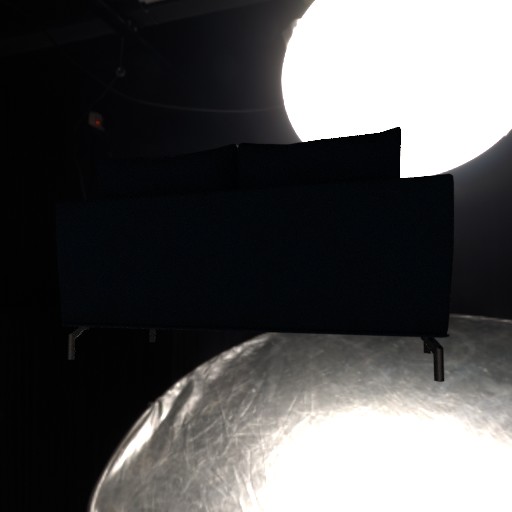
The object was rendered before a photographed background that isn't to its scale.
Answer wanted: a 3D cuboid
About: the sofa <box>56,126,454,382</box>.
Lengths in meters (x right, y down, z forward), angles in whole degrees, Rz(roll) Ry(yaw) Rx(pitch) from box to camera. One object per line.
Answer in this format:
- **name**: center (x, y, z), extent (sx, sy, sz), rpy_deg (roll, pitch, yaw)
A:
- **sofa**: center (0.000, 0.000, 2.236), extent (1.770, 1.002, 0.853), rpy_deg (-1, -4, 18)
